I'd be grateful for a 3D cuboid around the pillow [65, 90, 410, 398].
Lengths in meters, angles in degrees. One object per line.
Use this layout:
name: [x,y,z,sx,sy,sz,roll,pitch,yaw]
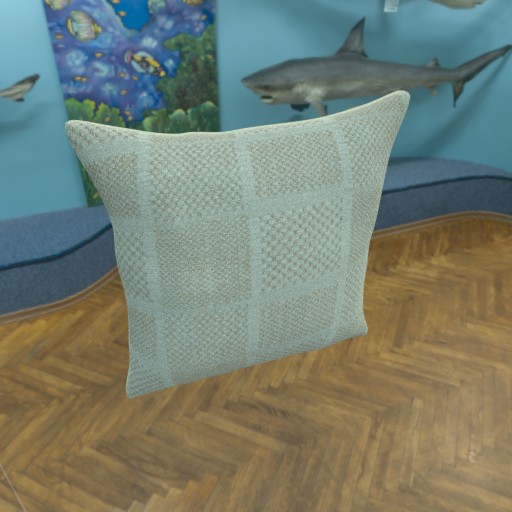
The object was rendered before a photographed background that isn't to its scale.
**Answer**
pillow: [0.000,0.000,0.648,0.436,0.432,0.138,-11,35,-17]
